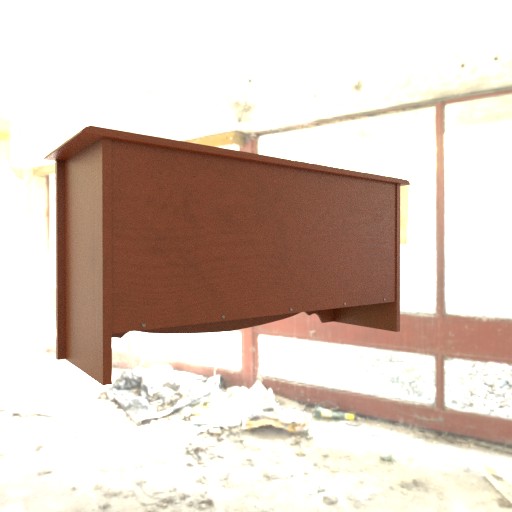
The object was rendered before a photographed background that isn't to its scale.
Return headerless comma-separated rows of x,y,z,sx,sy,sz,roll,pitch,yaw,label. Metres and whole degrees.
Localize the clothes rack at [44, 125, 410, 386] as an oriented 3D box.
0.000,0.000,1.507,1.251,0.594,0.362,0,1,-38,clothes rack
